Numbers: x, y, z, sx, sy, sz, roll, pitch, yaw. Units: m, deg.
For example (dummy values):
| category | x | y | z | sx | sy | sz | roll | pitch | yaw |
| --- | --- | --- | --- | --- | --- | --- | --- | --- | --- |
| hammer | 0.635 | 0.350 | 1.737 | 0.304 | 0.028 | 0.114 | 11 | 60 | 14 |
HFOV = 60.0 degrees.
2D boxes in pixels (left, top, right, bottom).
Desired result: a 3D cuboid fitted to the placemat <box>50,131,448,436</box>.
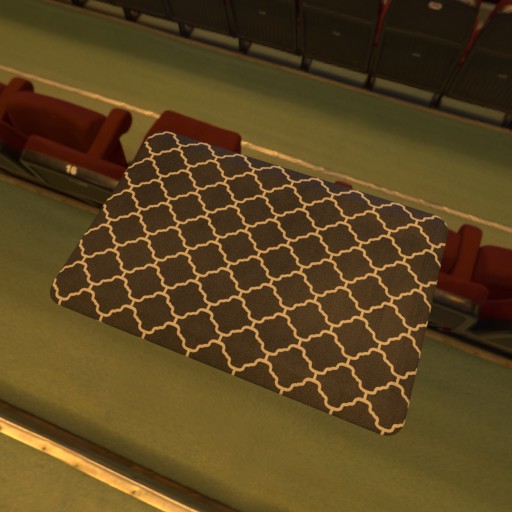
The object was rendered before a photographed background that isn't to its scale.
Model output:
| category | x | y | z | sx | sy | sz | roll | pitch | yaw |
| --- | --- | --- | --- | --- | --- | --- | --- | --- | --- |
| placemat | 0.000 | 0.000 | 0.967 | 0.762 | 0.021 | 0.508 | 19 | 65 | 10 |
